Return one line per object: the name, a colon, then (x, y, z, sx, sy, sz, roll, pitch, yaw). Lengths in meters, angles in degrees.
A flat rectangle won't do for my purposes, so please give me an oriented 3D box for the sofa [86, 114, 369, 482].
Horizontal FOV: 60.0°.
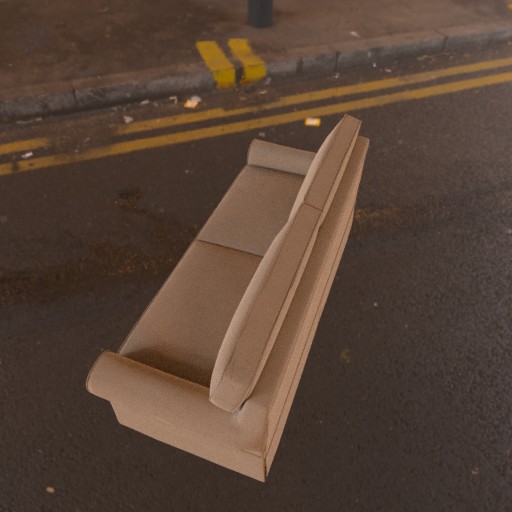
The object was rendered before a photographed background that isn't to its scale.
sofa: (0.000, 0.000, 2.710, 0.900, 1.014, 2.246, 15, 48, 14)
